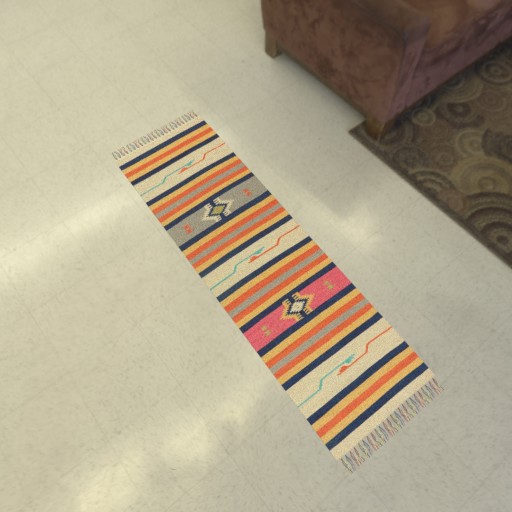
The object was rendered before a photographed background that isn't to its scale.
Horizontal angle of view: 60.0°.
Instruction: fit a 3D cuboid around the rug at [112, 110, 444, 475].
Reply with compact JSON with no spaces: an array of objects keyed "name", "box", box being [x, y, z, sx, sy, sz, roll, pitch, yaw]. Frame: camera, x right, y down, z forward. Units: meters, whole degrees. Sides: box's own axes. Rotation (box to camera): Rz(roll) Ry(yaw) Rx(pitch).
[{"name":"rug","box":[0.000,0.000,2.684,0.695,0.017,2.455,-33,68,-15]}]
